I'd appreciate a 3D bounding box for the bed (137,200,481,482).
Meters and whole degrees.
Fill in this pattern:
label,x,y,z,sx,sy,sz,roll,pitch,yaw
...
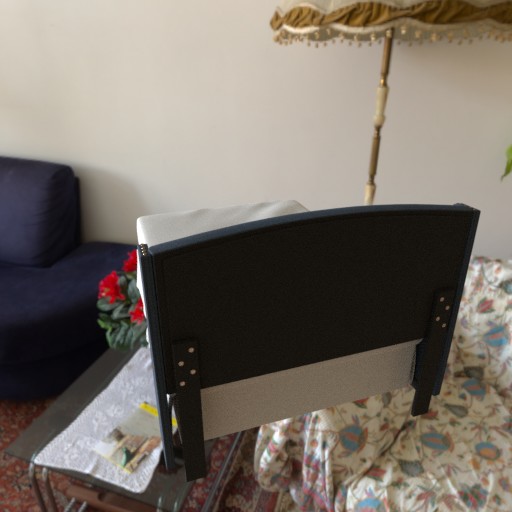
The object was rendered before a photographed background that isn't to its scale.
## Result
label,x,y,z,sx,sy,sz,roll,pitch,yaw
bed,0.000,0.000,3.218,1.710,1.407,2.237,-8,27,-17
